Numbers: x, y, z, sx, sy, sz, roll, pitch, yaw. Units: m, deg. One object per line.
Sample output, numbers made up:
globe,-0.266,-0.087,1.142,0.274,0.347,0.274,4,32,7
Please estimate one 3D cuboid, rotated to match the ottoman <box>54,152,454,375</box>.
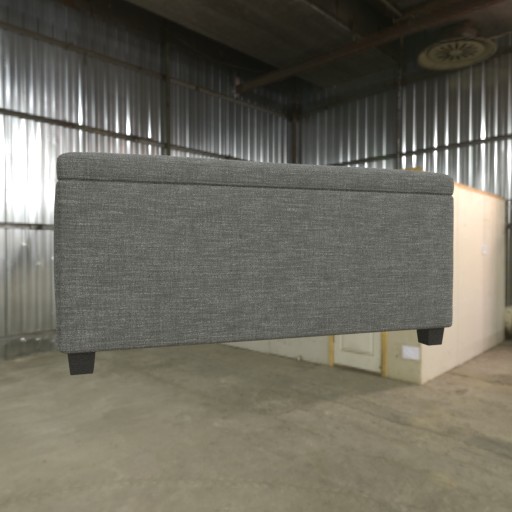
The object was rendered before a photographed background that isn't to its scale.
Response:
ottoman,0.000,0.000,1.120,0.902,0.432,0.419,-1,2,-18
